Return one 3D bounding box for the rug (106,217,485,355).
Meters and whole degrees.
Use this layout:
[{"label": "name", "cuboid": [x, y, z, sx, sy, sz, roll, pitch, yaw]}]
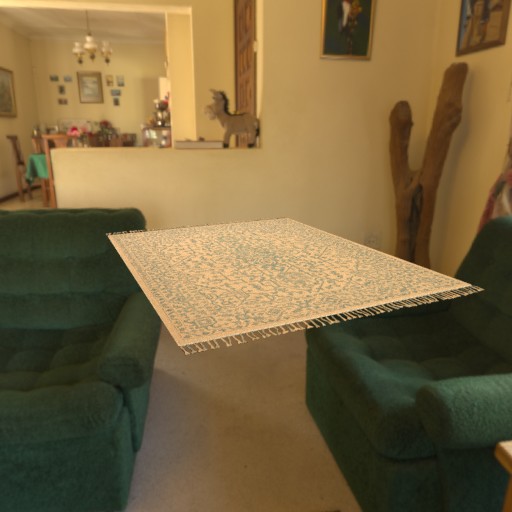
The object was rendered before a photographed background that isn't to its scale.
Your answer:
[{"label": "rug", "cuboid": [0.000, 0.000, 4.421, 2.464, 0.010, 3.327, -8, 18, -24]}]
